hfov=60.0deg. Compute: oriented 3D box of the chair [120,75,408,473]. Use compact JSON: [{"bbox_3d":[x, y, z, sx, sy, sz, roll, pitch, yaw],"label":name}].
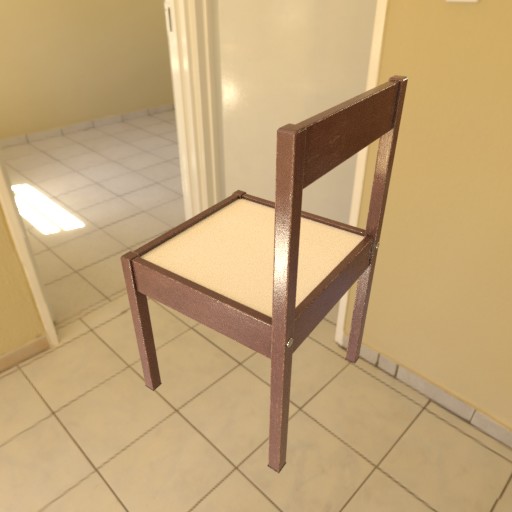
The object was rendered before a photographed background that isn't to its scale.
[{"bbox_3d":[0.000,0.000,0.678,0.285,0.505,0.285,21,38,29],"label":"chair"}]
